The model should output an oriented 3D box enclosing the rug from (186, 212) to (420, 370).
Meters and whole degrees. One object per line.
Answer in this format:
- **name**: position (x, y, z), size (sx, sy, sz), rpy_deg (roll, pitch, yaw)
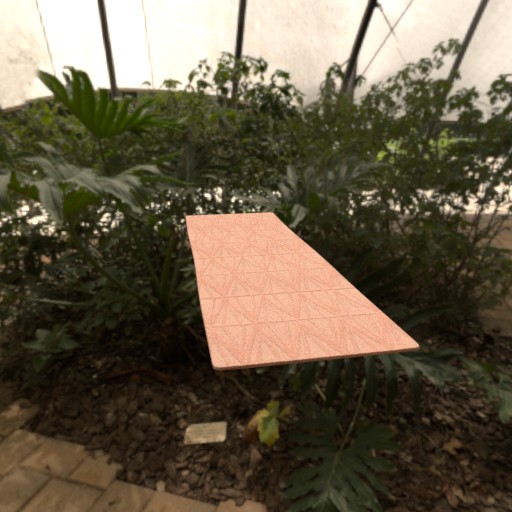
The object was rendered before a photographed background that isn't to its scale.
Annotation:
- **rug**: position (0.000, 0.000, 2.673), size (0.760, 0.015, 2.435), rpy_deg (-3, 18, -10)
